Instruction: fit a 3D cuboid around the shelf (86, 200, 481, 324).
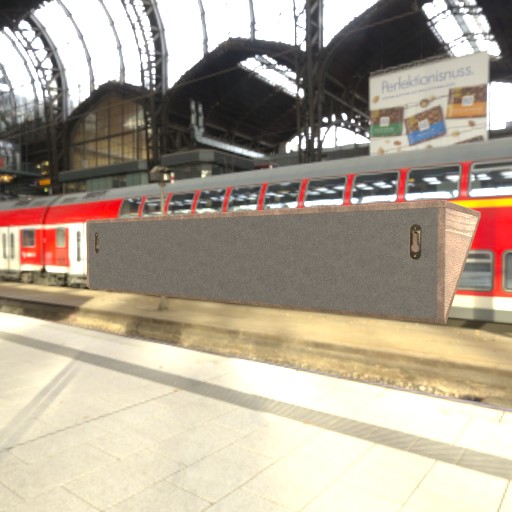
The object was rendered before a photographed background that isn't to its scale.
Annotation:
[{"bbox_3d":[0.000,0.000,0.702,0.610,0.125,0.200,1,2,36],"label":"shelf"}]
